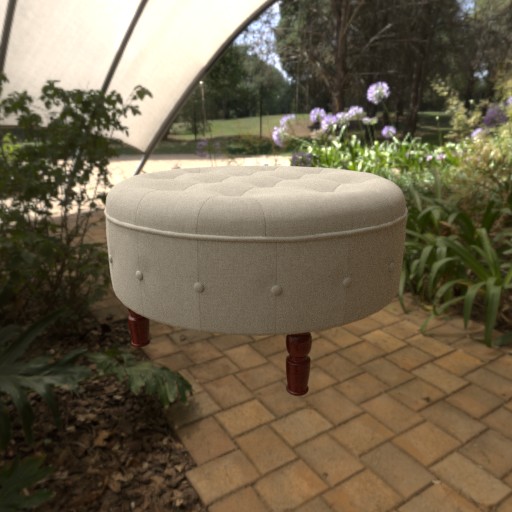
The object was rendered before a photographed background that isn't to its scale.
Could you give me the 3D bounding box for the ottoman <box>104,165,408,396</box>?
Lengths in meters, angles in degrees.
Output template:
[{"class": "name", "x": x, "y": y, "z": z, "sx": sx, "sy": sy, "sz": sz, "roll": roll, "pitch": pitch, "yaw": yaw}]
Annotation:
[{"class": "ottoman", "x": 0.000, "y": 0.000, "z": 1.351, "sx": 0.850, "sy": 0.483, "sz": 0.850, "roll": 0, "pitch": 17, "yaw": 0}]
